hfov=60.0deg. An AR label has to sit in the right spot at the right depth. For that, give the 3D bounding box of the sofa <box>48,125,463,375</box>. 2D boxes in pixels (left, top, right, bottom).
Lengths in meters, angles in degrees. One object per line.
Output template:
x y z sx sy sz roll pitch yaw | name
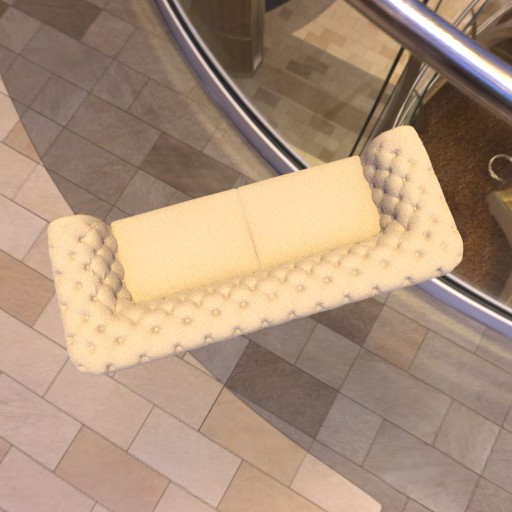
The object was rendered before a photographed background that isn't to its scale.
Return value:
0.000 0.000 3.245 2.694 0.847 1.076 -16 78 -4 | sofa
